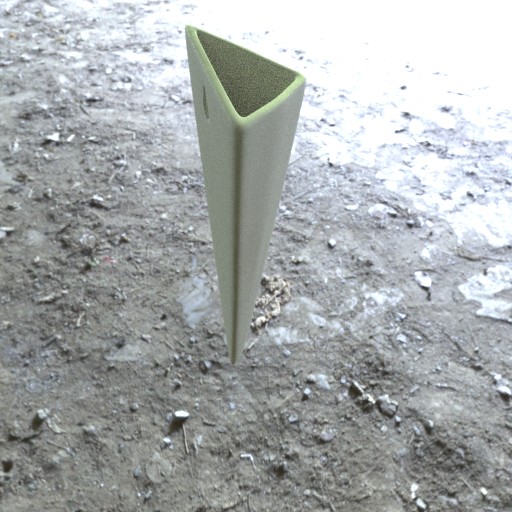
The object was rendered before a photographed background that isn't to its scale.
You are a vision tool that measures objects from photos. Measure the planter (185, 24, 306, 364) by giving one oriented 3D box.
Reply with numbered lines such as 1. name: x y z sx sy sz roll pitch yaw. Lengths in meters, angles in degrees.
1. planter: 0.000 0.000 0.385 0.065 0.338 0.143 -12 48 -11
